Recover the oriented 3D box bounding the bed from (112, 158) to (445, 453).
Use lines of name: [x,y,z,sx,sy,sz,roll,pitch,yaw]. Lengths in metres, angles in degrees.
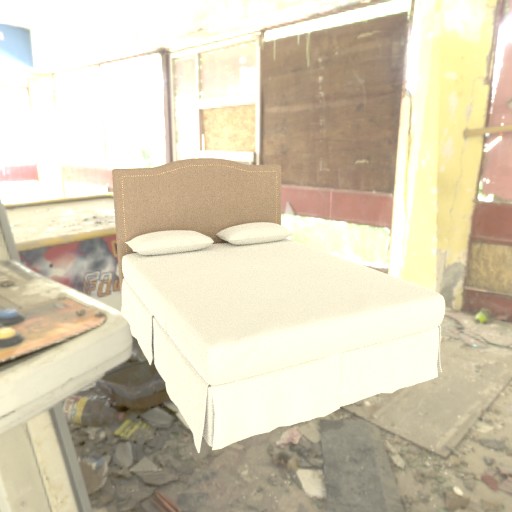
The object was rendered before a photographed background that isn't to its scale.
bed: [0.000,0.000,3.480,1.821,1.436,2.282,-7,16,-27]
